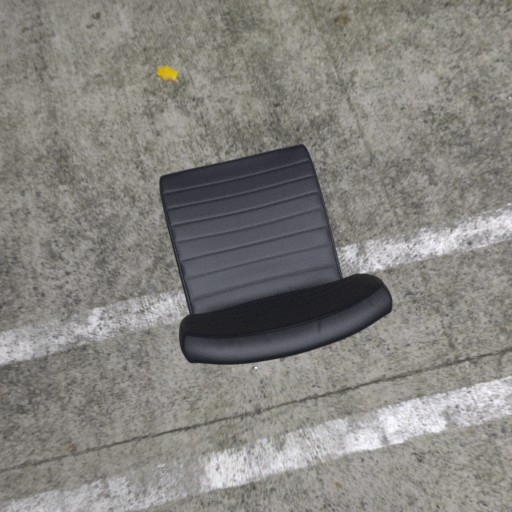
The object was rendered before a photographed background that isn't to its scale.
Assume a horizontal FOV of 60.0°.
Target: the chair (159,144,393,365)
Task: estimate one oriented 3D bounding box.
[{"bbox_3d":[0.000,0.000,1.222,0.450,0.872,0.572,-13,76,-3],"label":"chair"}]
